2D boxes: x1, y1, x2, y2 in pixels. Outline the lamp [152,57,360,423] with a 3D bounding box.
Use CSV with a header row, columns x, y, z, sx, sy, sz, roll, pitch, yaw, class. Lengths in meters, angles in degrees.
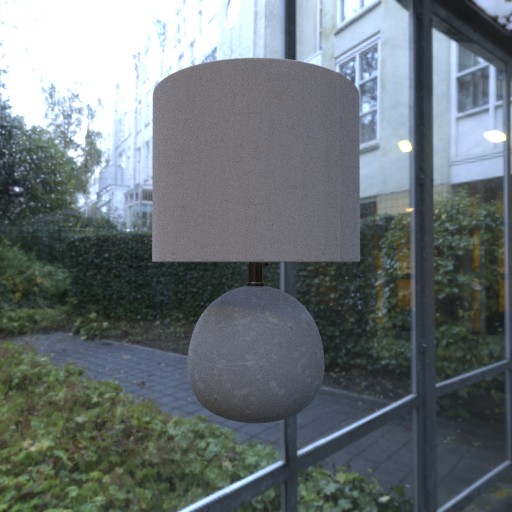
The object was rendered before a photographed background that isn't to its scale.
x,y,z,sx,sy,sz,roll,pitch,yaw,class
0.000,0.000,0.589,0.269,0.409,0.269,0,-1,-35,lamp
